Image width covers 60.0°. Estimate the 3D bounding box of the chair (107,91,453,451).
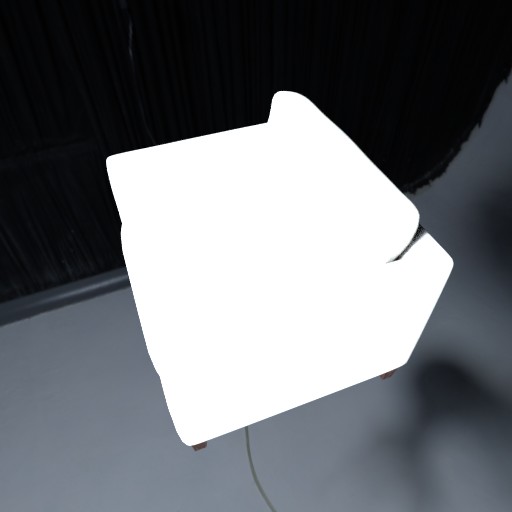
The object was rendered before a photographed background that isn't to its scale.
[{"bbox_3d":[0.000,0.000,1.725,0.959,0.919,0.996,-16,49,-14],"label":"chair"}]
